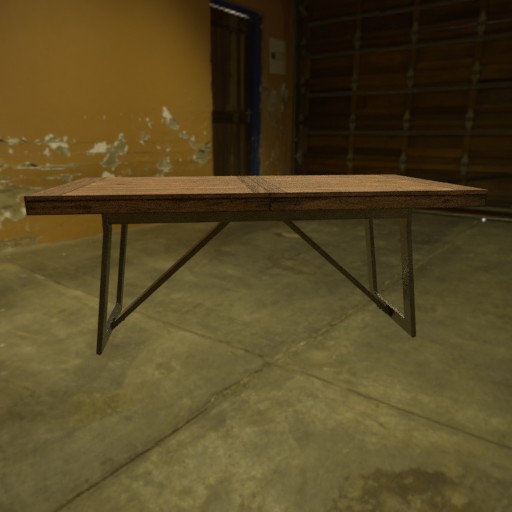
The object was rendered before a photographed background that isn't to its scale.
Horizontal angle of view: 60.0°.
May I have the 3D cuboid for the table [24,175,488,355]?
[{"bbox_3d":[0.000,0.000,2.311,1.867,0.757,0.931,-2,14,-7],"label":"table"}]
